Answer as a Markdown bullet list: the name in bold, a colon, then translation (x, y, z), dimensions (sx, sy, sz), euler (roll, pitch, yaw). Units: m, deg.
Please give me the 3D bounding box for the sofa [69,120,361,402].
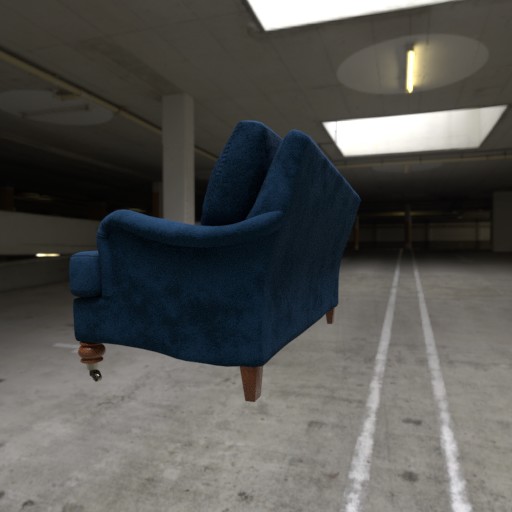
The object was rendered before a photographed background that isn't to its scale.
- **sofa**: translation (0.000, 0.000, 2.745), dimensions (1.084, 1.101, 2.141), euler (0, 1, 18)
